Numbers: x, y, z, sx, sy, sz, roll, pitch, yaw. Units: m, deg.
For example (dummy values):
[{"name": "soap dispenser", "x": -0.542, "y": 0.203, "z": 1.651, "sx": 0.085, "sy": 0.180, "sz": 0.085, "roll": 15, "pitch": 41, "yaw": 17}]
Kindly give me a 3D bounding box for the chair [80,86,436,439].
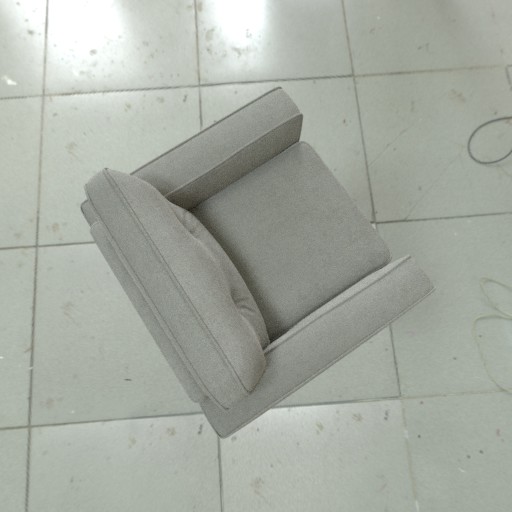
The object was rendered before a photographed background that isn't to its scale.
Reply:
[{"name": "chair", "x": 0.000, "y": 0.000, "z": 1.772, "sx": 0.939, "sy": 0.965, "sz": 1.015, "roll": -33, "pitch": 79, "yaw": -7}]
